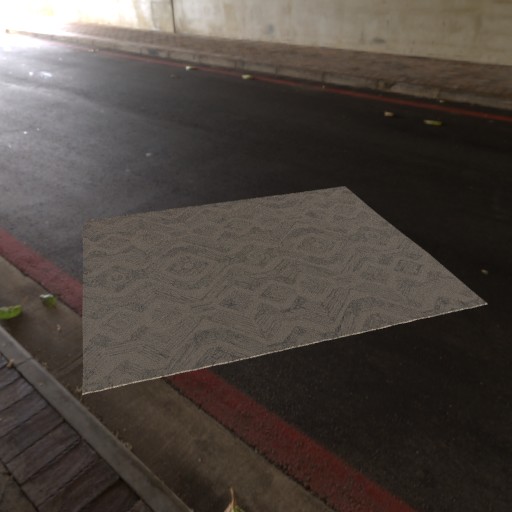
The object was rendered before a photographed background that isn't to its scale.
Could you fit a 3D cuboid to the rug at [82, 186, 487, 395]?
[{"bbox_3d":[0.000,0.000,4.068,3.054,0.030,2.430,-9,33,-15],"label":"rug"}]
